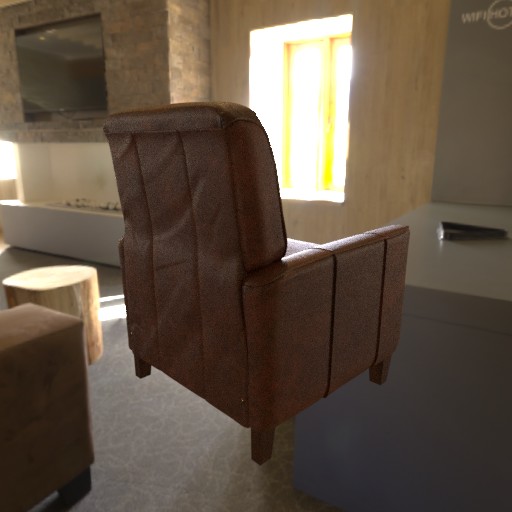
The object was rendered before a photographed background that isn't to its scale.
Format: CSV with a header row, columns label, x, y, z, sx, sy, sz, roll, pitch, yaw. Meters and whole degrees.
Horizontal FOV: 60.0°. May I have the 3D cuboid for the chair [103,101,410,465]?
label,x,y,z,sx,sy,sz,roll,pitch,yaw
chair,0.000,0.000,1.671,0.836,1.043,0.843,-13,19,-42
